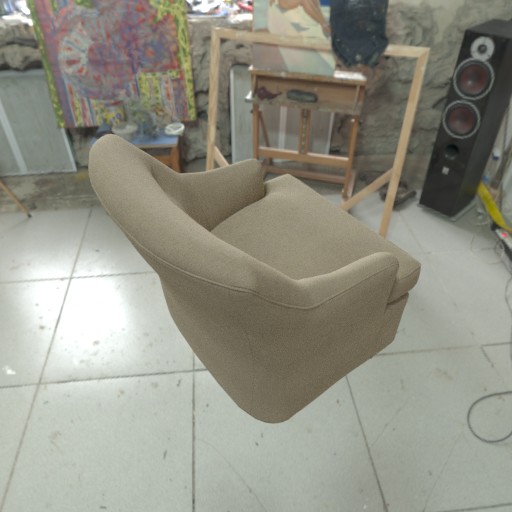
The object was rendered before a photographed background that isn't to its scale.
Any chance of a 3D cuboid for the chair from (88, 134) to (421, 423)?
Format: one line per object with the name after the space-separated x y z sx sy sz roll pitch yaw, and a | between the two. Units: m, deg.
0.000 0.000 1.588 0.923 0.856 0.864 -25 47 -26 | chair
